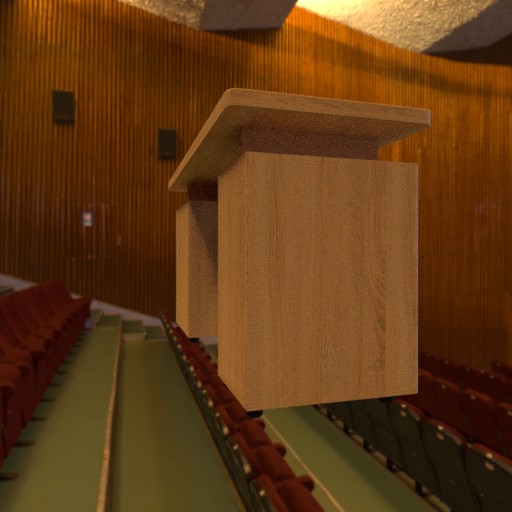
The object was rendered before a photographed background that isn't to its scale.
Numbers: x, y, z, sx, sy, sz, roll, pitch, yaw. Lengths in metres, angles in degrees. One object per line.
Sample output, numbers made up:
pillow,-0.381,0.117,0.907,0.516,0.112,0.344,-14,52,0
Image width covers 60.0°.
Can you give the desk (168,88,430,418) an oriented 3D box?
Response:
desk,0.000,0.000,1.742,0.550,0.760,1.400,0,0,-17
